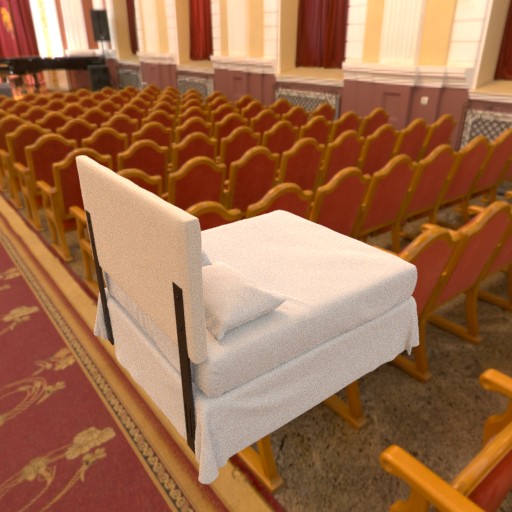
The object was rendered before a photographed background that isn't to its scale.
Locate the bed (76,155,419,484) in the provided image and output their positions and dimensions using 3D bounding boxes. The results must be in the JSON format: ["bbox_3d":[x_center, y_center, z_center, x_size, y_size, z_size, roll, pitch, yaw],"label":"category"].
[{"bbox_3d":[0.000,0.000,3.502,2.222,1.577,1.936,-18,31,-33],"label":"bed"}]
